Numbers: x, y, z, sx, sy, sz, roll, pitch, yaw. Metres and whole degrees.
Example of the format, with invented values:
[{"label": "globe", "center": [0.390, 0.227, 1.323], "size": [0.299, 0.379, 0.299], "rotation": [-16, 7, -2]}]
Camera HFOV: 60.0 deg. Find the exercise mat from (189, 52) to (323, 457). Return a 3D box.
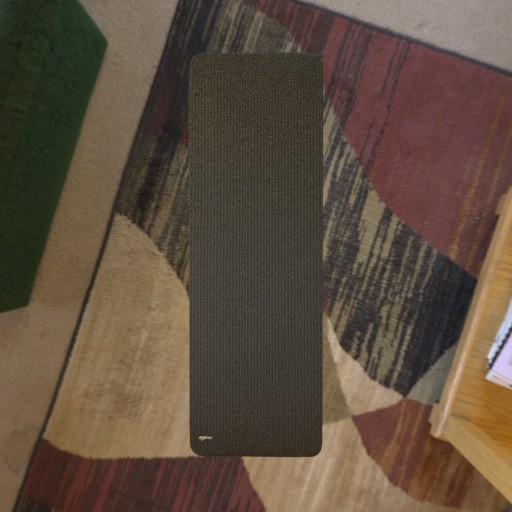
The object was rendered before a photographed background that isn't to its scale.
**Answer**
[{"label": "exercise mat", "center": [0.000, 0.000, 2.048], "size": [0.616, 0.021, 1.869], "rotation": [0, 91, 0]}]
